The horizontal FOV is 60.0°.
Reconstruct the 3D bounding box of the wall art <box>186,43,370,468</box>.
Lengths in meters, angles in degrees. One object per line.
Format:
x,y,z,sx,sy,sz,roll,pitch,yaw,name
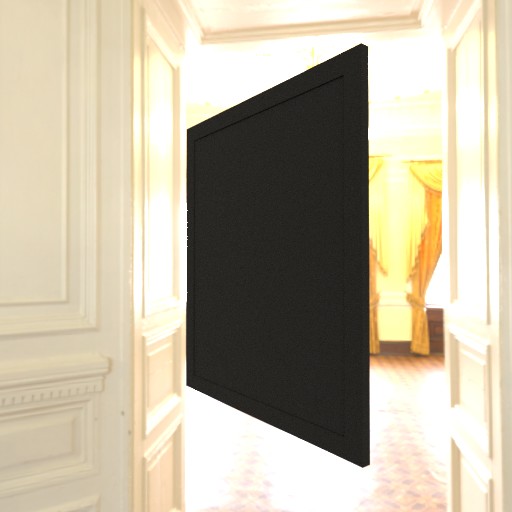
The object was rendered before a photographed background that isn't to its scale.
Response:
0.000,0.000,0.503,0.010,0.361,0.311,1,-1,-37,wall art
